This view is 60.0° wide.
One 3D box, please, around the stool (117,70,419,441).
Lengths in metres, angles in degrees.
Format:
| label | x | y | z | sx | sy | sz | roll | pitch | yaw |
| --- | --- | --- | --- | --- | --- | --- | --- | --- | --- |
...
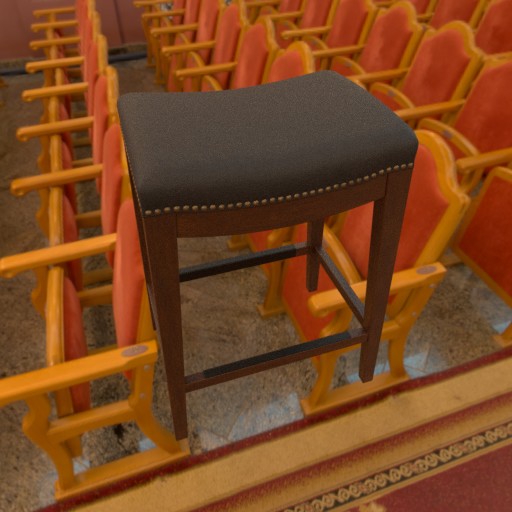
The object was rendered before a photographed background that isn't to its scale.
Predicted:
| label | x | y | z | sx | sy | sz | roll | pitch | yaw |
| --- | --- | --- | --- | --- | --- | --- | --- | --- | --- |
| stool | 0.000 | 0.000 | 0.949 | 0.490 | 0.664 | 0.353 | -12 | 42 | -14 |
